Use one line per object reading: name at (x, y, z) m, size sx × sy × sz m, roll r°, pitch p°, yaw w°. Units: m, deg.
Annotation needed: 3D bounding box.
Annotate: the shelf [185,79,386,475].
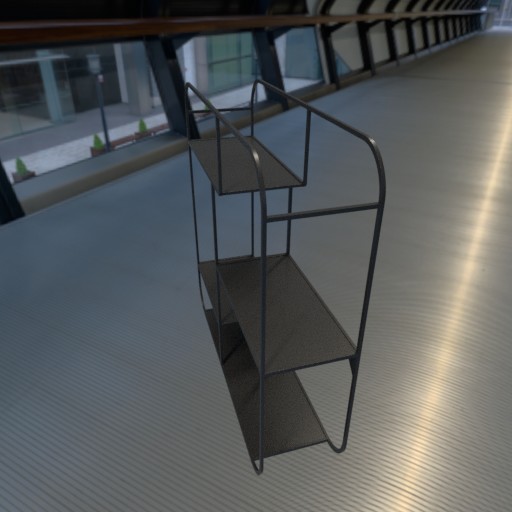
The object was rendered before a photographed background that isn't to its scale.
shelf at (0.000, 0.000, 0.899) m, size 0.160 × 0.600 × 0.600 m, roll -8°, pitch 31°, yaw -14°
